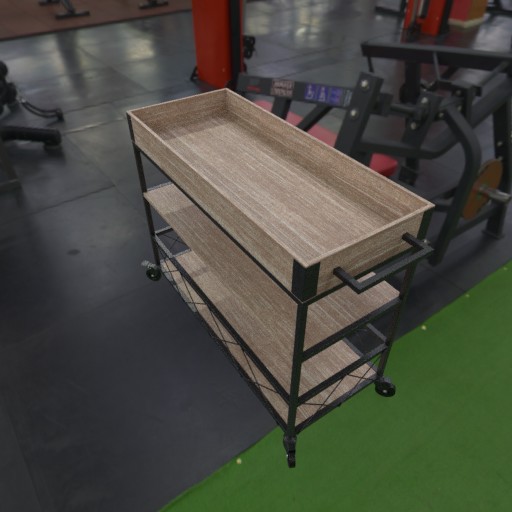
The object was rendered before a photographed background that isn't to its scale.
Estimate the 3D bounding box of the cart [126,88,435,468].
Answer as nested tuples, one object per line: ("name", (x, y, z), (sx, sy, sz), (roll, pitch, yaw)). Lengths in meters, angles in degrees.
("cart", (0.000, 0.000, 1.527), (0.500, 0.787, 1.101), (-24, 45, -25))
